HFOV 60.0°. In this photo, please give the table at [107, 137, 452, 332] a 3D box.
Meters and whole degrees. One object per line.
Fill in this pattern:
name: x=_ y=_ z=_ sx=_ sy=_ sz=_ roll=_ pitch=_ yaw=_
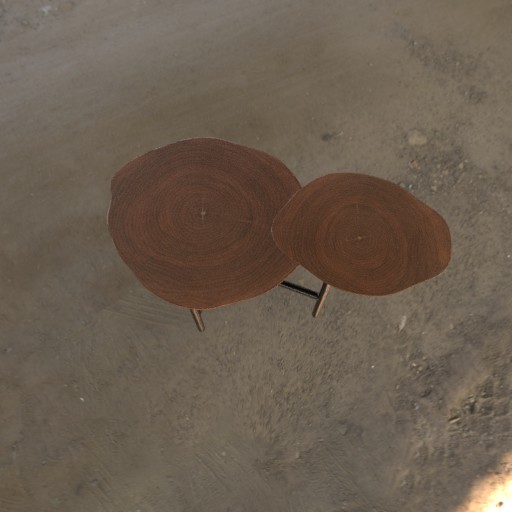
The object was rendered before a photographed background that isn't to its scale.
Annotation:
table: x=0.000 y=0.000 z=1.109 sx=0.759 sy=0.538 sz=0.442 roll=21 pitch=66 yaw=9
